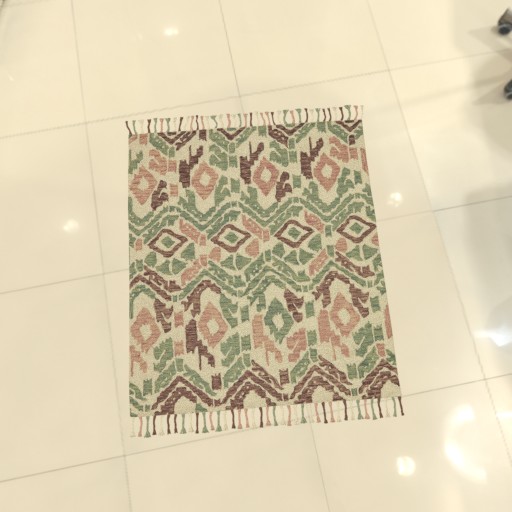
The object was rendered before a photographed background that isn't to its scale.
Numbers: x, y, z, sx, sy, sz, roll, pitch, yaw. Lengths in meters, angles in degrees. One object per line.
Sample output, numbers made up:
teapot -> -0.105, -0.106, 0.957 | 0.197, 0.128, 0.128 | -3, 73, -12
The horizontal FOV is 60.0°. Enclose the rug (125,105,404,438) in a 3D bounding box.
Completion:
rug -> 0.000, 0.000, 4.163 | 2.438, 0.010, 3.048 | -4, 76, -1
